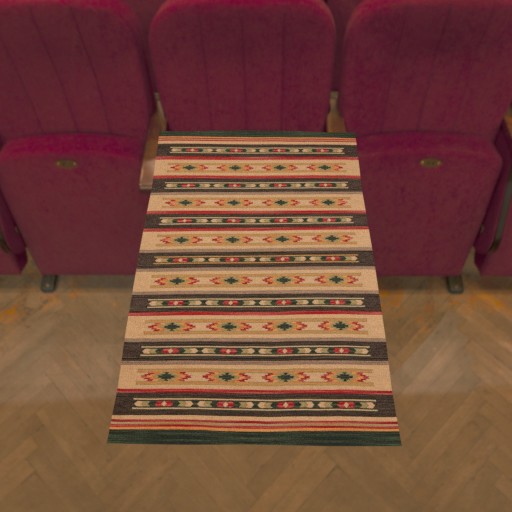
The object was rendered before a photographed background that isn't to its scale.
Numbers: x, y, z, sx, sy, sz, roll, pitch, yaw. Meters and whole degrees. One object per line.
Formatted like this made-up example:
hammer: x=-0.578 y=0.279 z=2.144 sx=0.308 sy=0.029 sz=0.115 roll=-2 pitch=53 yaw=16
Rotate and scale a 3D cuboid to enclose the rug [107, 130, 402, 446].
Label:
rug: x=0.000 y=0.000 z=2.300 sx=1.221 sy=0.009 sz=1.825 roll=0 pitch=59 yaw=0
